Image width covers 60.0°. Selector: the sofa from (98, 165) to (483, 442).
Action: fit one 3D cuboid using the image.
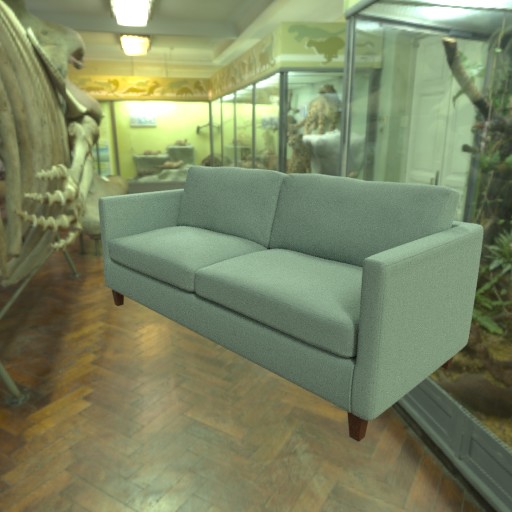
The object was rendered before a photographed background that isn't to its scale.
[{"bbox_3d":[0.000,0.000,2.631,0.951,0.965,2.208,-15,21,-42],"label":"sofa"}]
